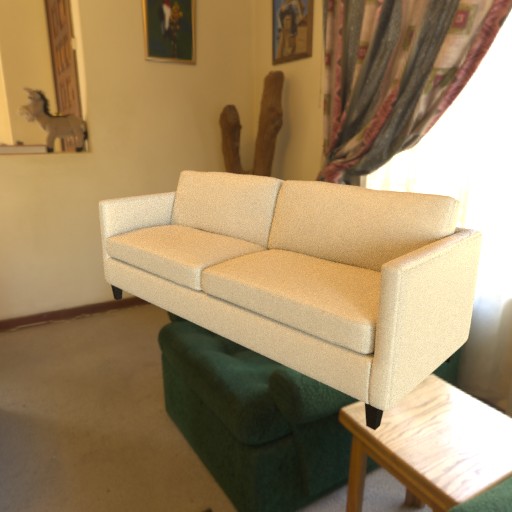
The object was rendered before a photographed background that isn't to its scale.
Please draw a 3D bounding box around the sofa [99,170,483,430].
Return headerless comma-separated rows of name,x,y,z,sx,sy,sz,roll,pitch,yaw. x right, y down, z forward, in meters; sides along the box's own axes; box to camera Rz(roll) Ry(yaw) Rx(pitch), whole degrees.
sofa,0.000,0.000,2.866,2.434,0.965,0.948,15,22,42
